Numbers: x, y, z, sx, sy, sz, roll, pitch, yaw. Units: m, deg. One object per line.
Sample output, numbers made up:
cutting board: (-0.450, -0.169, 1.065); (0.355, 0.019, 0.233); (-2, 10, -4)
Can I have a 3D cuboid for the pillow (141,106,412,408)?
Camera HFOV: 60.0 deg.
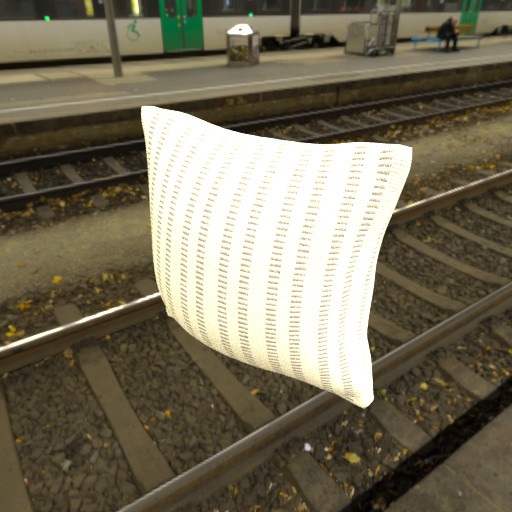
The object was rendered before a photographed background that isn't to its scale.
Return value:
pillow: (0.000, 0.000, 0.705); (0.438, 0.419, 0.247); (18, 35, 29)
